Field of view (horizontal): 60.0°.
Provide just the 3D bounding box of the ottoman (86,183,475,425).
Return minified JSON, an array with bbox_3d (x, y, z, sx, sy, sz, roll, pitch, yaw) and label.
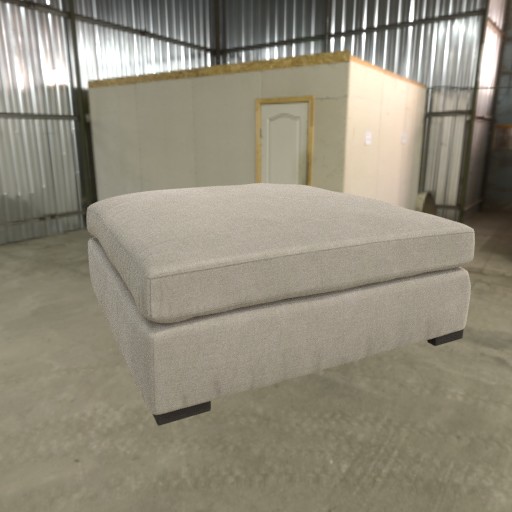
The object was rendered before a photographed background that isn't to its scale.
[{"bbox_3d":[0.000,0.000,1.806,1.203,0.517,1.171,-8,17,-26],"label":"ottoman"}]
